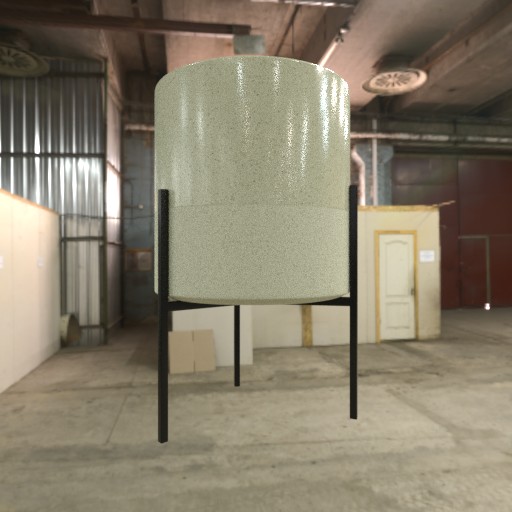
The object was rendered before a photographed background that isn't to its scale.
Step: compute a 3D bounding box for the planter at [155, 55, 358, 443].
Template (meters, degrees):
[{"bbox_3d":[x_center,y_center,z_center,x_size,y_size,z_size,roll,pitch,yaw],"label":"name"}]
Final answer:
[{"bbox_3d":[0.000,0.000,0.542,0.243,0.390,0.234,0,0,19],"label":"planter"}]
